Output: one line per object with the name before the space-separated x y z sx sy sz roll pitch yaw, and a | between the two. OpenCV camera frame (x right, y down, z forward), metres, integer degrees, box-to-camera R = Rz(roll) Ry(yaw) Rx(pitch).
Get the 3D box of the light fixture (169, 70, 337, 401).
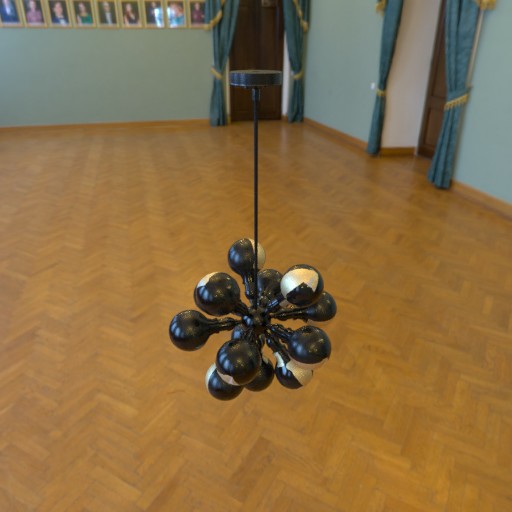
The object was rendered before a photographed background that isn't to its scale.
light fixture | 0.000 0.000 1.116 0.468 0.859 0.420 -7 27 -15
